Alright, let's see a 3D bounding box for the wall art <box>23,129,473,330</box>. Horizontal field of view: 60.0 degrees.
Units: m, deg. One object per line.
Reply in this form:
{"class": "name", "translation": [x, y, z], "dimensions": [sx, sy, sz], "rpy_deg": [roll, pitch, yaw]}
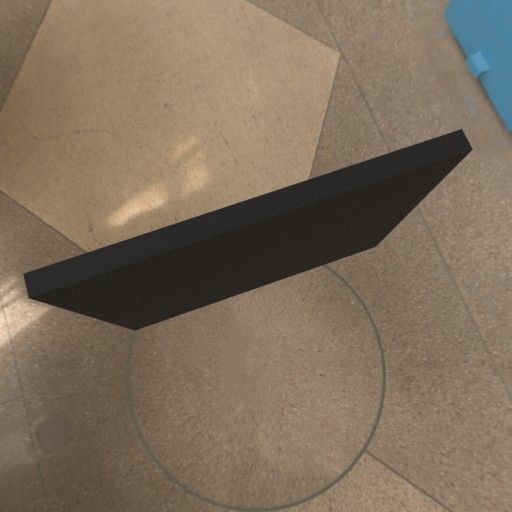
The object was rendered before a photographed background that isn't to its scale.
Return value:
{"class": "wall art", "translation": [0.000, 0.000, 0.751], "dimensions": [0.558, 0.457, 0.031], "rpy_deg": [-19, 77, -5]}
